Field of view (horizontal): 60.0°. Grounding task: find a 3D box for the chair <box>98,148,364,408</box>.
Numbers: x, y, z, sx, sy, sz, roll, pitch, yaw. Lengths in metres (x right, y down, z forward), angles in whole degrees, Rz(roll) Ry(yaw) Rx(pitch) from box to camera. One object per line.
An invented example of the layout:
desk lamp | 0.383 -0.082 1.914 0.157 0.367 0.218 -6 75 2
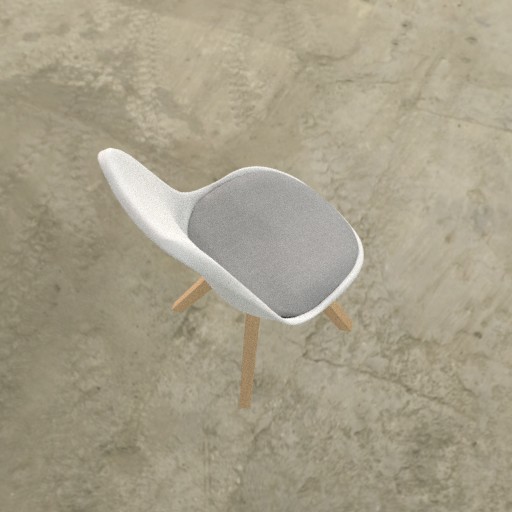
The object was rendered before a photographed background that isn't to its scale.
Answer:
chair | 0.000 0.000 1.184 0.550 0.850 0.485 -32 63 -18
